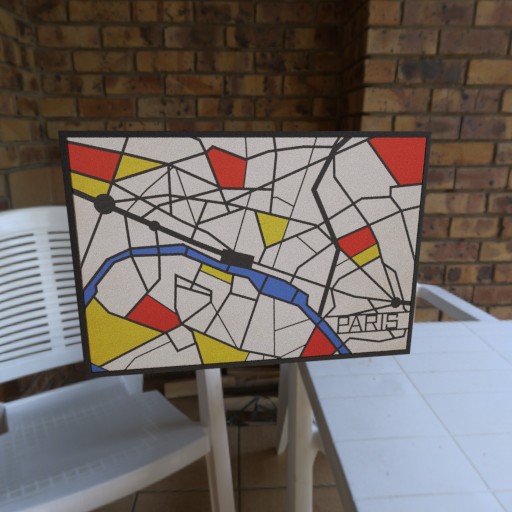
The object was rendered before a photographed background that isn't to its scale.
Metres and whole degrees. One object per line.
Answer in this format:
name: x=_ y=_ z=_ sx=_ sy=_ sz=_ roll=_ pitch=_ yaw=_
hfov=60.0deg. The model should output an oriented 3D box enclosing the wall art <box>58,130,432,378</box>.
wall art: x=0.000 y=0.000 z=1.225 sx=0.963 sy=0.665 sz=0.013 roll=-2 pitch=15 yaw=-8
